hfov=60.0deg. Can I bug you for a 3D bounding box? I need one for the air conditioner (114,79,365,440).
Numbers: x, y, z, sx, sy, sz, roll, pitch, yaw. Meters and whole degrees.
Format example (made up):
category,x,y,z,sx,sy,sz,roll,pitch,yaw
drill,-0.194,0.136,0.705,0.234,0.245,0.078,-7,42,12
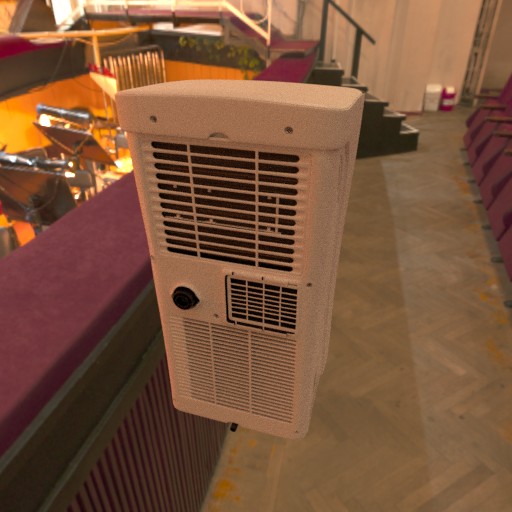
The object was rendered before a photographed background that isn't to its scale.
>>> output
category,x,y,z,sx,sy,sz,roll,pitch,yaw
air conditioner,0.000,0.000,0.929,0.352,0.716,0.369,9,32,15
